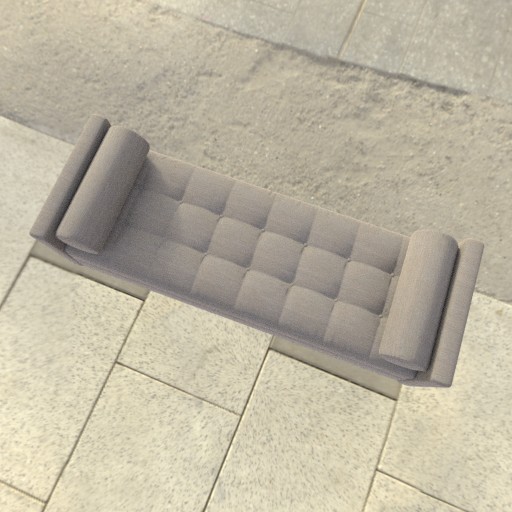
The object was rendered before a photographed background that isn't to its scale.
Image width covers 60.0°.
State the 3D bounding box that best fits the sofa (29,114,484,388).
[{"bbox_3d":[0.000,0.000,2.307,1.981,0.635,0.686,19,75,5],"label":"sofa"}]
